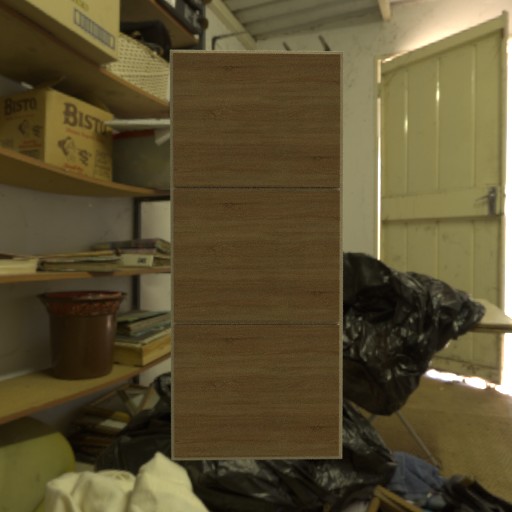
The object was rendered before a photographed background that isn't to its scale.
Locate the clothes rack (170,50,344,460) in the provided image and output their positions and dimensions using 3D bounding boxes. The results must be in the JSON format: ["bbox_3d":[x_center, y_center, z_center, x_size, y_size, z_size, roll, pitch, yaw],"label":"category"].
[{"bbox_3d":[0.000,0.000,1.437,0.500,1.187,0.331,0,1,-1],"label":"clothes rack"}]
